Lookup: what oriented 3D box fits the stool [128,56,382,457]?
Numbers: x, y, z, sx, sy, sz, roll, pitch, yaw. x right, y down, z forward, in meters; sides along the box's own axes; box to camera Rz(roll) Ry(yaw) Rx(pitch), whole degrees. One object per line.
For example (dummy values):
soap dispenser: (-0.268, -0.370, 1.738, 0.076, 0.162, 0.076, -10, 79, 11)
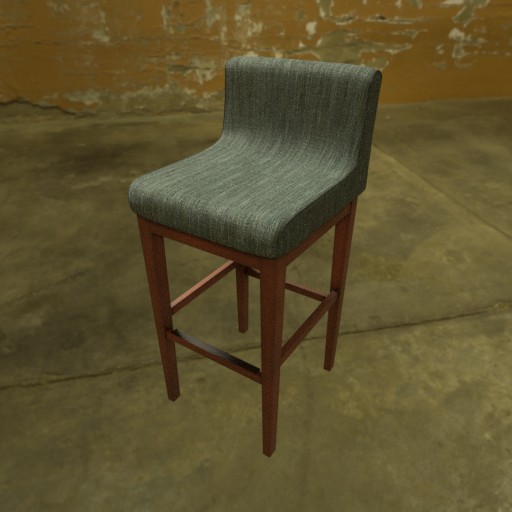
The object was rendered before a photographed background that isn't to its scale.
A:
stool: (0.000, 0.000, 1.233, 0.426, 0.965, 0.499, 18, 35, 28)
